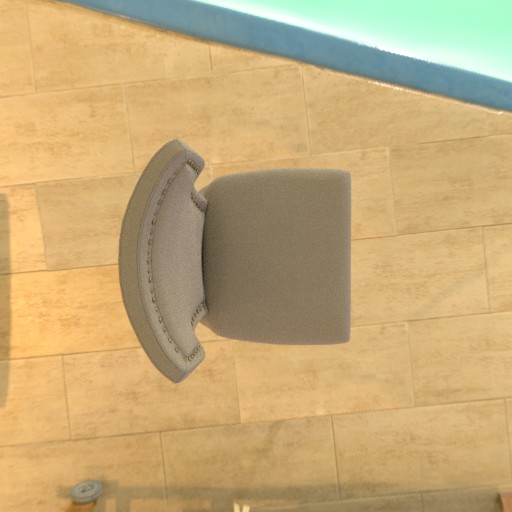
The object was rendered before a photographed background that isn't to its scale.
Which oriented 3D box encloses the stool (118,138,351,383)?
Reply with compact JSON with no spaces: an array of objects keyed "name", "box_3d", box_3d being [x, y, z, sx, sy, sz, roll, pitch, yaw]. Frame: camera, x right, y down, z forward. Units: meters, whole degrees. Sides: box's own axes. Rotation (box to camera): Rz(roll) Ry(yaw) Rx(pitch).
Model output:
[{"name":"stool","box_3d":[0.000,0.000,1.443,0.563,1.092,0.526,0,91,0]}]
